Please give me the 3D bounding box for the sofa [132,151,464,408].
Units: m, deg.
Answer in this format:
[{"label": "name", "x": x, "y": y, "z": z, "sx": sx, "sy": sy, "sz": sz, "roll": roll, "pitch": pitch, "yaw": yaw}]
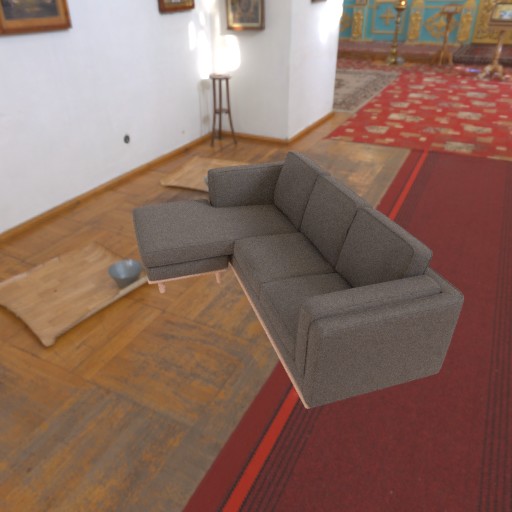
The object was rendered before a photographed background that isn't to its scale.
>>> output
[{"label": "sofa", "x": 0.000, "y": 0.000, "z": 3.233, "sx": 1.604, "sy": 0.929, "sz": 2.411, "roll": -9, "pitch": 32, "yaw": -16}]
